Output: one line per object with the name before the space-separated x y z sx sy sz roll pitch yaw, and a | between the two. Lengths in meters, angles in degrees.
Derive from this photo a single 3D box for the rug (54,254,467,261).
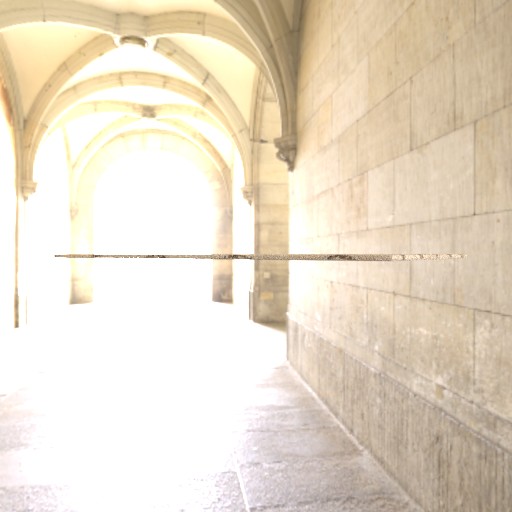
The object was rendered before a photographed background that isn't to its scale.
rug | 0.000 0.000 3.488 2.743 0.030 1.778 0 0 35
